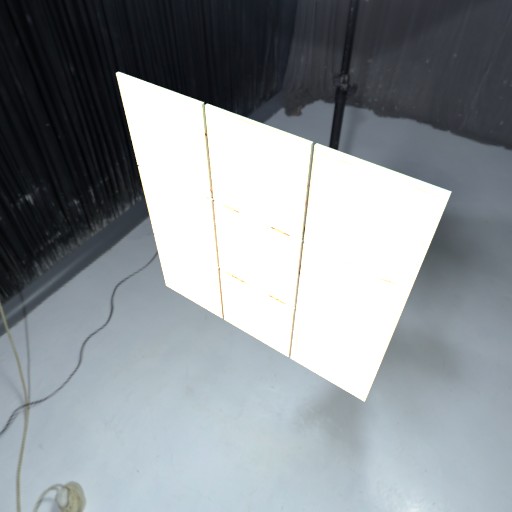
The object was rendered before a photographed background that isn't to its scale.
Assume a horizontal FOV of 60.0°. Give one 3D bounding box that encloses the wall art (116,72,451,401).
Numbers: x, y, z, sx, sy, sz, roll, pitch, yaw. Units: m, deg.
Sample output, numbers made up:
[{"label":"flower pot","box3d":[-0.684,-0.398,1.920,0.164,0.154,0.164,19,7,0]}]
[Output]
[{"label":"wall art","box3d":[0.000,0.000,1.821,1.214,1.219,0.013,27,53,22]}]
